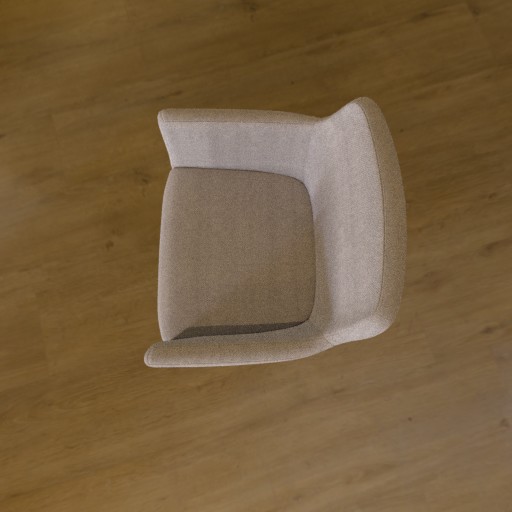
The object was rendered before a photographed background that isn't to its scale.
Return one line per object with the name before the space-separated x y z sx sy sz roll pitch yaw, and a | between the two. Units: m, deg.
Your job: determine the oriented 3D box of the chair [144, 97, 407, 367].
chair | 0.000 0.000 1.163 0.540 0.780 0.570 0 75 0
